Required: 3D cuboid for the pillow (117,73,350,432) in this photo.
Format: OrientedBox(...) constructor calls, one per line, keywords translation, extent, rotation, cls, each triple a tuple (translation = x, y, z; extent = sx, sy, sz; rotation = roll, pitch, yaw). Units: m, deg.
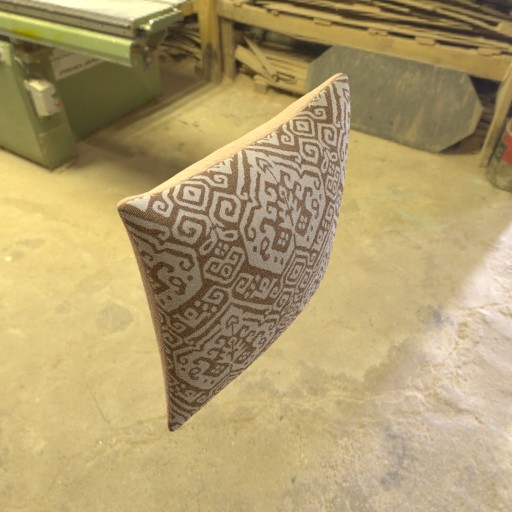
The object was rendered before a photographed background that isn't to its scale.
OrientedBox(translation=(0.000, 0.000, 0.645), extent=(0.173, 0.407, 0.419), rotation=(27, 48, 27), cls="pillow")
